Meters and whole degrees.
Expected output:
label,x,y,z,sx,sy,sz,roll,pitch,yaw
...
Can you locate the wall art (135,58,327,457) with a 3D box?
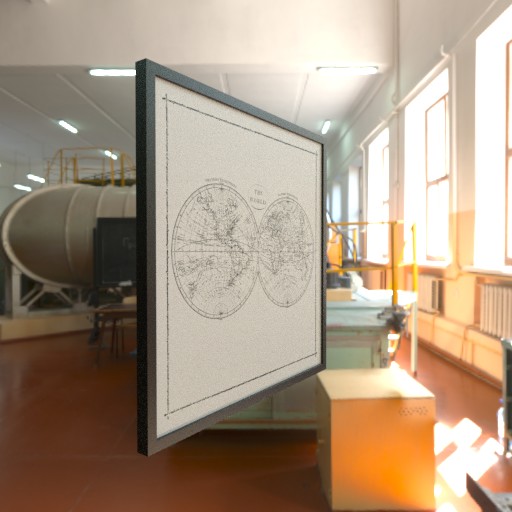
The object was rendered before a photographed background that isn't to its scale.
label,x,y,z,sx,sy,sz,roll,pitch,yaw
wall art,0.000,0.000,1.184,0.031,0.775,0.773,1,1,36
